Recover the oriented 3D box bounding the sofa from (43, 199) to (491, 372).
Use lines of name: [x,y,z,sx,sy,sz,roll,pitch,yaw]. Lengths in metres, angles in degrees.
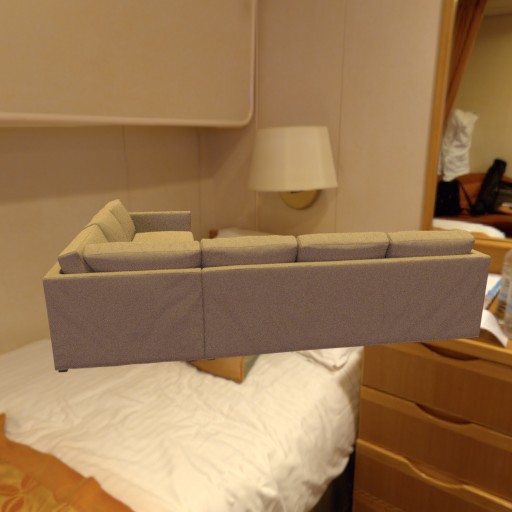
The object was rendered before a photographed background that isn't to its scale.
sofa: [0.000,0.000,4.270,3.182,0.871,2.432,-3,16,-9]
